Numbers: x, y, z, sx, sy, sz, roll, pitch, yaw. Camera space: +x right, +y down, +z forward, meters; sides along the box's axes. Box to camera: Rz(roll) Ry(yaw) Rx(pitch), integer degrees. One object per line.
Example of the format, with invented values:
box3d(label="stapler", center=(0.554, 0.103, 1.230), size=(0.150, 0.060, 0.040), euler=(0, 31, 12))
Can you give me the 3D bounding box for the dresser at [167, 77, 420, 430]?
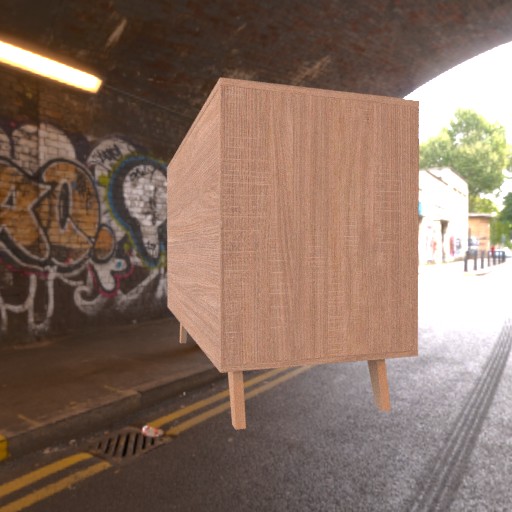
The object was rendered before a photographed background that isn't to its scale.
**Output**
box3d(label="dresser", center=(0.000, 0.000, 1.551), size=(0.500, 0.780, 1.110), euler=(0, 1, -17))
